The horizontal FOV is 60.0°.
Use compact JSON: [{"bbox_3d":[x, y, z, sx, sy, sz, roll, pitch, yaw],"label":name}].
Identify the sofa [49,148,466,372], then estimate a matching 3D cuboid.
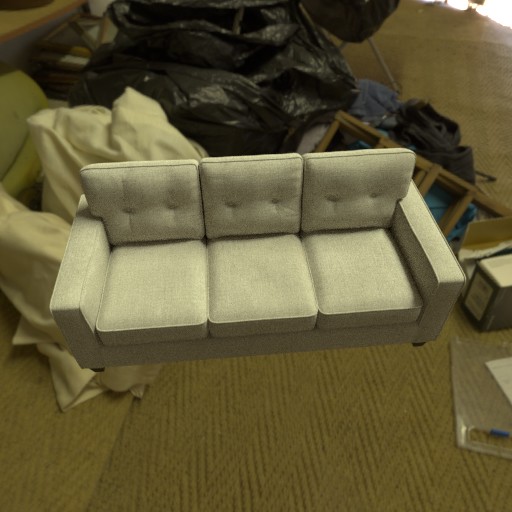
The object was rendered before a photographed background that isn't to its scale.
[{"bbox_3d":[0.000,0.000,2.645,2.133,0.965,0.939,-4,46,-4],"label":"sofa"}]
